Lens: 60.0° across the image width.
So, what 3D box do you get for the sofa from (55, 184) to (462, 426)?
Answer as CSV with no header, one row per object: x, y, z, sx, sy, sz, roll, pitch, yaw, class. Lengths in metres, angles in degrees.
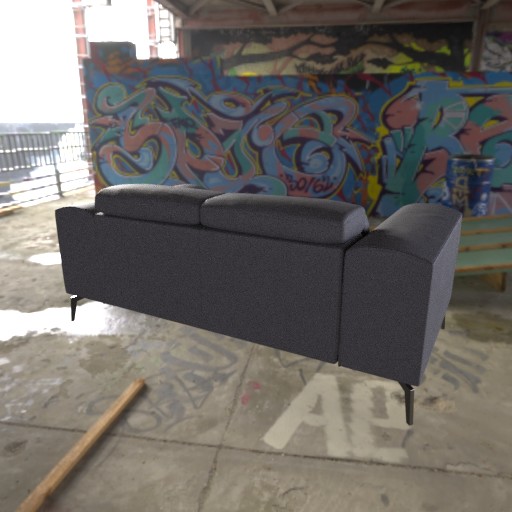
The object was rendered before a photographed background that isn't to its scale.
0.000,0.000,2.346,1.895,0.779,1.003,9,19,28,sofa
